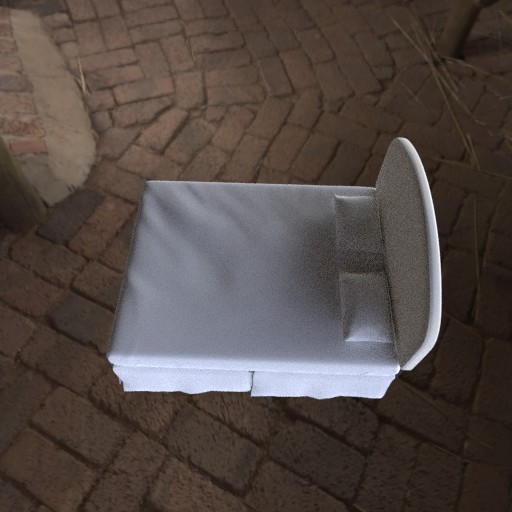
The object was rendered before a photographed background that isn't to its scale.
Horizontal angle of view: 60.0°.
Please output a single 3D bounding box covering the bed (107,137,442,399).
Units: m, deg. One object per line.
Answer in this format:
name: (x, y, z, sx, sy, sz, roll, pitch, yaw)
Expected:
bed: (0.000, 0.000, 3.127, 2.005, 1.410, 1.607, 2, 59, 1)
